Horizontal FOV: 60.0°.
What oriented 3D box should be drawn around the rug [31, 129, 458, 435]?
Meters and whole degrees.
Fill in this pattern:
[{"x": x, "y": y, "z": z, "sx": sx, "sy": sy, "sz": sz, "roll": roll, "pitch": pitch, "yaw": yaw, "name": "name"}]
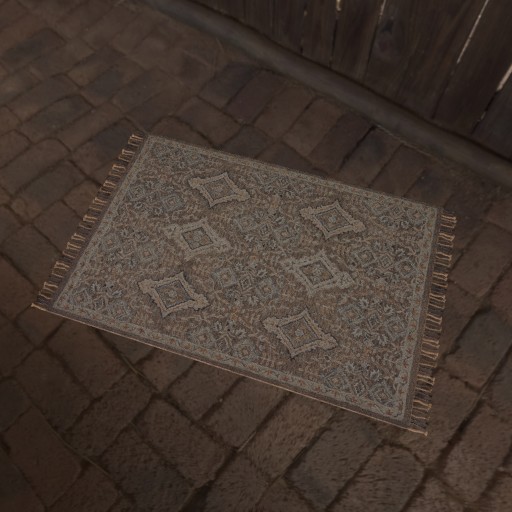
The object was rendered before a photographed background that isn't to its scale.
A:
[{"x": 0.000, "y": 0.000, "z": 2.899, "sx": 2.434, "sy": 0.010, "sz": 1.516, "roll": 16, "pitch": 64, "yaw": 8, "name": "rug"}]
